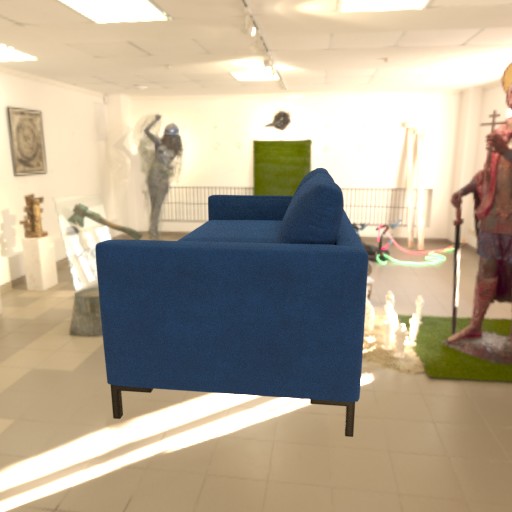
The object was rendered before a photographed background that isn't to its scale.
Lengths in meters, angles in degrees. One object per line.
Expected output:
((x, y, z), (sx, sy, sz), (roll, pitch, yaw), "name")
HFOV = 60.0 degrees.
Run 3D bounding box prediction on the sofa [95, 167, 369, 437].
((0.000, 0.000, 2.182), (0.875, 0.817, 1.676), (2, 13, 7), "sofa")
